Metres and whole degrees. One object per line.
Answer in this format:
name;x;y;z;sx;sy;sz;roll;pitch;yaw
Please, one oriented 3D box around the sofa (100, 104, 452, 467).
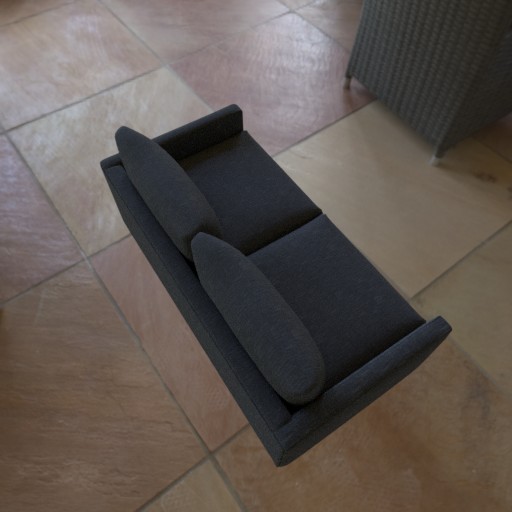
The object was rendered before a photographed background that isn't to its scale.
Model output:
sofa;0.000;0.000;2.222;0.866;0.862;1.716;-29;62;-17
